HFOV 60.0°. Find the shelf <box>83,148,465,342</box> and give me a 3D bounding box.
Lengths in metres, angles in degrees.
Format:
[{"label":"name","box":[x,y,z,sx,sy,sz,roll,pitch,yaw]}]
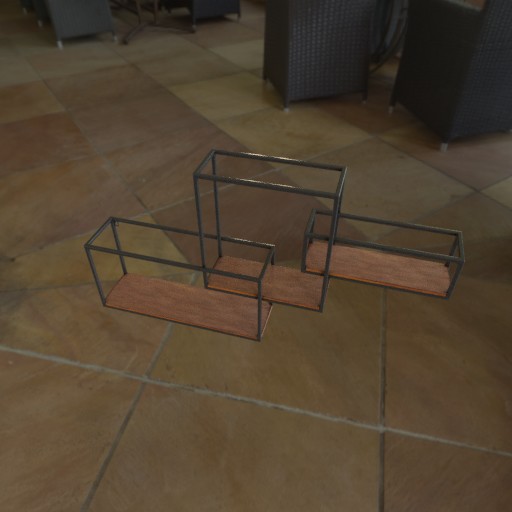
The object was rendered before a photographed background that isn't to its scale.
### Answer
[{"label":"shelf","box":[0.000,0.000,2.186,1.781,0.972,0.275,11,42,12]}]
